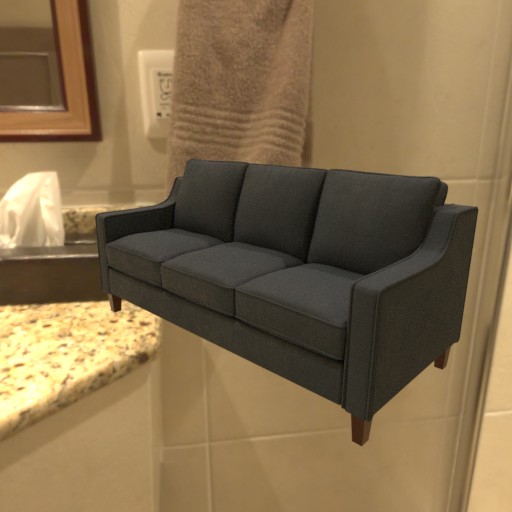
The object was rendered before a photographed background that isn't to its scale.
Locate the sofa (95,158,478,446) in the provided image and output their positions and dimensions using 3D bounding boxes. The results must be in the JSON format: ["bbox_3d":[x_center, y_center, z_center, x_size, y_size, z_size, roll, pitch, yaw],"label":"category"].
[{"bbox_3d":[0.000,0.000,2.479,1.986,0.974,0.911,15,22,42],"label":"sofa"}]
